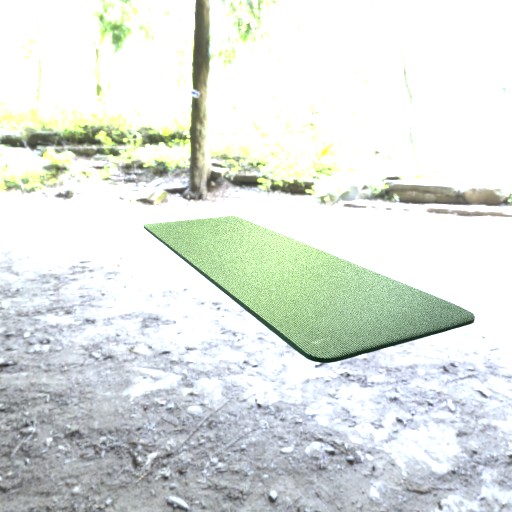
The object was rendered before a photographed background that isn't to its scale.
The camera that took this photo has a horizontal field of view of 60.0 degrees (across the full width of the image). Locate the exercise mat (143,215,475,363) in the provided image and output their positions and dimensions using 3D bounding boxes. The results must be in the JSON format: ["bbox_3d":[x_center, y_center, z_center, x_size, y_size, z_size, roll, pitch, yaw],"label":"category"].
[{"bbox_3d":[0.000,0.000,2.029,0.616,0.021,1.869,-8,18,-26],"label":"exercise mat"}]
